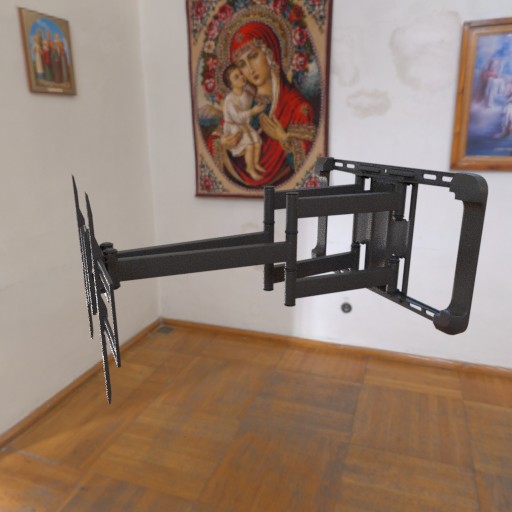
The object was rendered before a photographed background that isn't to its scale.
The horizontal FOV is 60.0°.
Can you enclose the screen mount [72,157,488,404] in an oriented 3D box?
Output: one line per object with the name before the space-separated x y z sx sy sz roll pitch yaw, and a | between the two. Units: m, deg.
screen mount | 0.000 0.000 1.259 0.905 0.483 0.725 -8 18 -24
